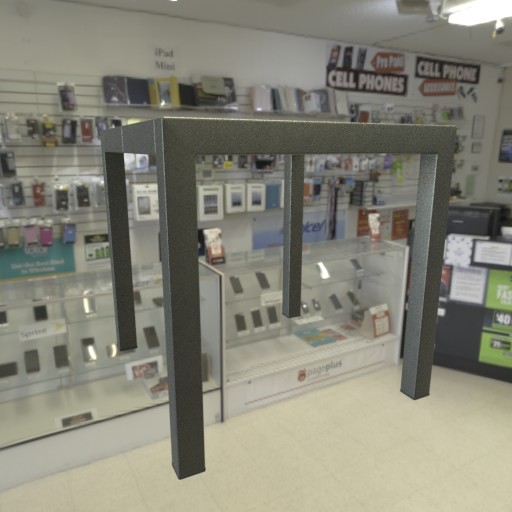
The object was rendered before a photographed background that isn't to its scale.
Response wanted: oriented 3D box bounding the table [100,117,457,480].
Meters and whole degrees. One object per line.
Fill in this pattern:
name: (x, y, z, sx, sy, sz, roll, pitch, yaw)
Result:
table: (0.000, 0.000, 0.917, 0.508, 0.508, 0.508, -7, 15, -26)
